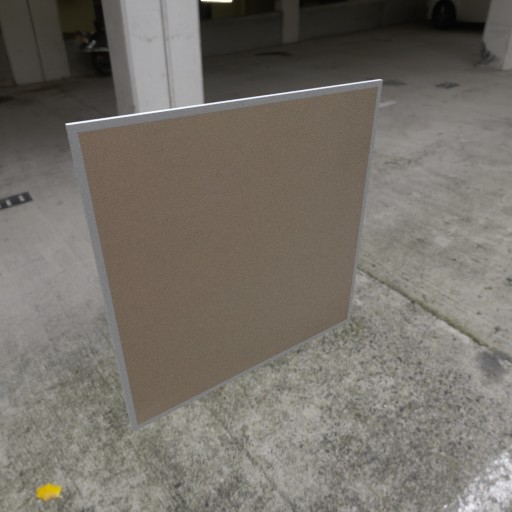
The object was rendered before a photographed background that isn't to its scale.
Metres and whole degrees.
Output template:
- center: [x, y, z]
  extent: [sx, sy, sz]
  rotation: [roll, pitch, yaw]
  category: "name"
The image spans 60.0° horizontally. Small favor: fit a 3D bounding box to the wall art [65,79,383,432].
- center: [0.000, 0.000, 0.664]
  extent: [0.456, 0.456, 0.007]
  rotation: [-20, 36, -30]
  category: "wall art"
